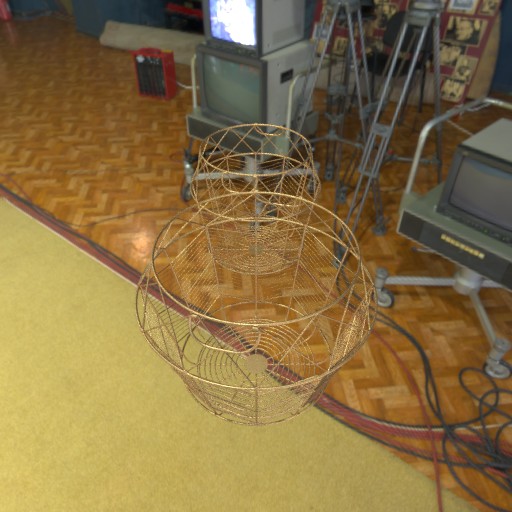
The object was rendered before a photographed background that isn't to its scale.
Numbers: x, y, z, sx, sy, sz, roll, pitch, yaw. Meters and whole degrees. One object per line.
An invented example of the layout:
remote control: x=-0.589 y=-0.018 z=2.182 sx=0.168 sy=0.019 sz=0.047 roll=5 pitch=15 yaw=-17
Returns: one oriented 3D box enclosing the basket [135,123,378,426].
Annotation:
basket: x=0.000 y=0.000 z=1.023 sx=0.451 sy=0.343 sz=0.805 roll=0 pitch=40 yaw=0
